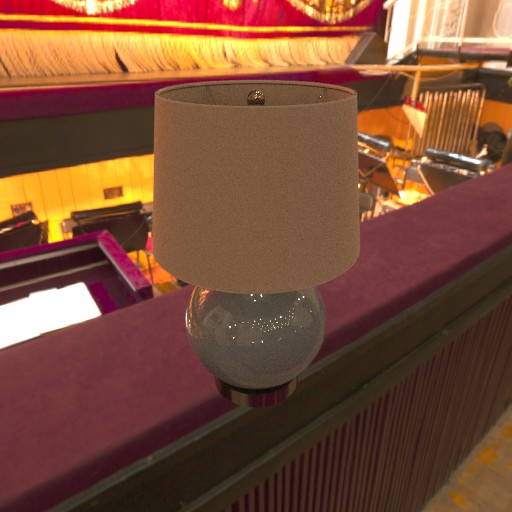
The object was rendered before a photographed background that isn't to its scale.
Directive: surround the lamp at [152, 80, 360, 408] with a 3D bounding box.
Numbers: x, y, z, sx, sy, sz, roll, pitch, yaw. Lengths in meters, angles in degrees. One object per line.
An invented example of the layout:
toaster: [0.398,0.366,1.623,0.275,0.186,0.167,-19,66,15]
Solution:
lamp: [0.000,0.000,0.547,0.247,0.387,0.247,0,27,0]
